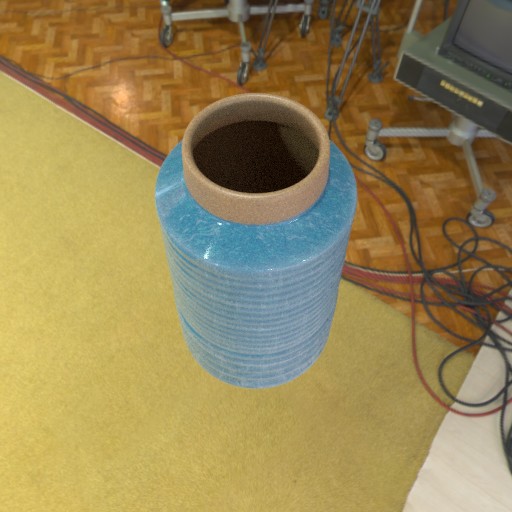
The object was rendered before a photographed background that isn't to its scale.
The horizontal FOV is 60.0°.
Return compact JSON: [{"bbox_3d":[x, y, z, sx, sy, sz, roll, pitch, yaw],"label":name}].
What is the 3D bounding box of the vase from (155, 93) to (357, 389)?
[{"bbox_3d":[0.000,0.000,0.382,0.163,0.267,0.163,0,58,0],"label":"vase"}]
